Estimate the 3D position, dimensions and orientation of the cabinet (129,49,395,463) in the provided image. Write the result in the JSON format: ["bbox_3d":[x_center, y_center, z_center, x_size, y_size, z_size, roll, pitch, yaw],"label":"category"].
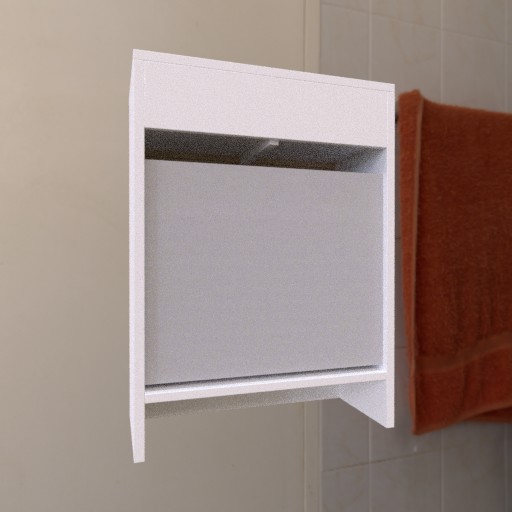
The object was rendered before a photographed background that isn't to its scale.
[{"bbox_3d":[0.000,0.000,1.103,0.600,0.815,0.296,0,0,-18],"label":"cabinet"}]
